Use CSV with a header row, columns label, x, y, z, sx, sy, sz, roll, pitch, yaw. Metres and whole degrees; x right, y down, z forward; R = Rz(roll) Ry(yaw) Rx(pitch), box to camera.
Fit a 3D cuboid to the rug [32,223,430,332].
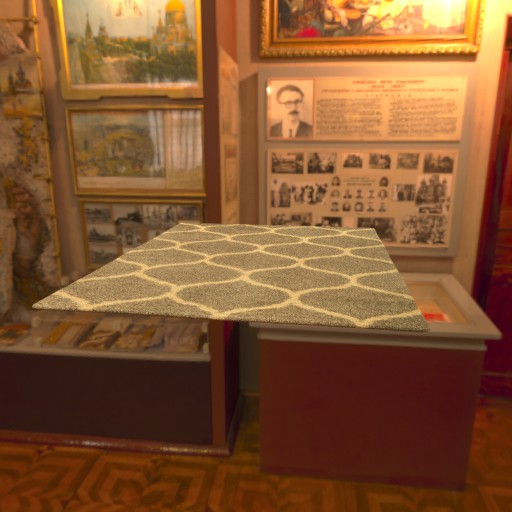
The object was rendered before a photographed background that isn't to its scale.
label,x,y,z,sx,sy,sz,roll,pitch,yaw
rug,0.000,0.000,4.025,2.399,0.026,3.000,2,15,8
